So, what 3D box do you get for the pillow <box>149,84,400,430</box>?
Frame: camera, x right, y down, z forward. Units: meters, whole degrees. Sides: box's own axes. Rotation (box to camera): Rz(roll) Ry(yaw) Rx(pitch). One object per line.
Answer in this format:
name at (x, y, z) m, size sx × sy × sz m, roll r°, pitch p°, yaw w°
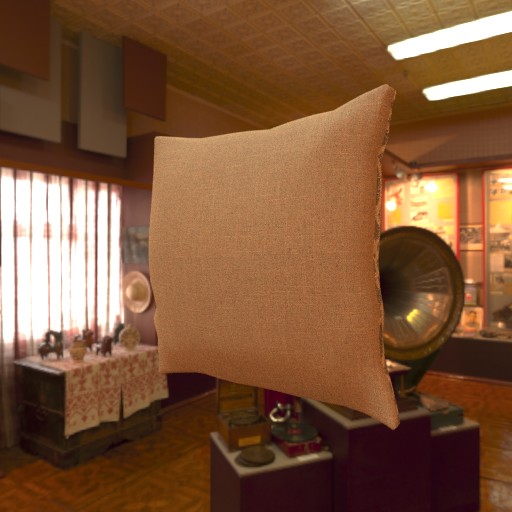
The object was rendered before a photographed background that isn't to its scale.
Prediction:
pillow at (0.000, 0.000, 0.786) m, size 0.508 × 0.498 × 0.215 m, roll 0°, pitch 0°, yaw 36°
